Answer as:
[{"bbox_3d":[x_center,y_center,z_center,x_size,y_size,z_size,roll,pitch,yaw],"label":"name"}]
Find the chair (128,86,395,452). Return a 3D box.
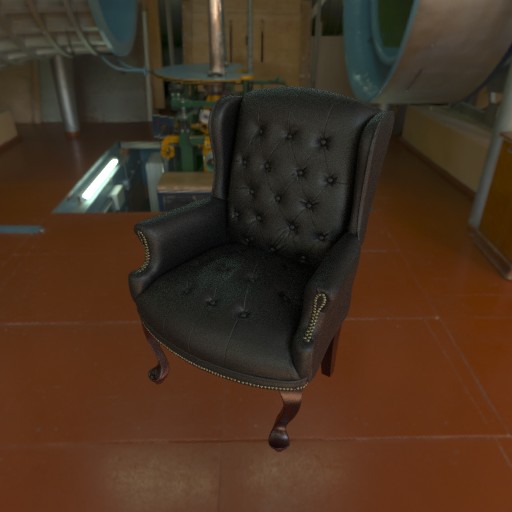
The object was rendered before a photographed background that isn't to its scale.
[{"bbox_3d":[0.000,0.000,1.699,0.831,1.133,0.822,18,35,28],"label":"chair"}]
